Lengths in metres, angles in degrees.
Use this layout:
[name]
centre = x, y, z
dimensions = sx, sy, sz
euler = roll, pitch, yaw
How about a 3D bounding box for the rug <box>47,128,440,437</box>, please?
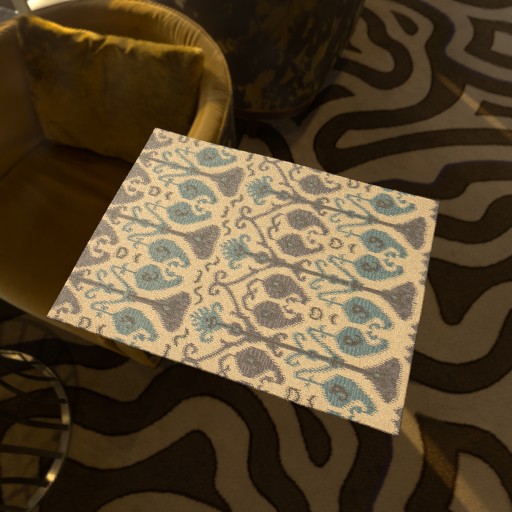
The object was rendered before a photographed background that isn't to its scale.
[rug]
centre = 0.000, 0.000, 3.016
dimensions = 2.261, 0.013, 1.676
euler = 17, 64, 8
